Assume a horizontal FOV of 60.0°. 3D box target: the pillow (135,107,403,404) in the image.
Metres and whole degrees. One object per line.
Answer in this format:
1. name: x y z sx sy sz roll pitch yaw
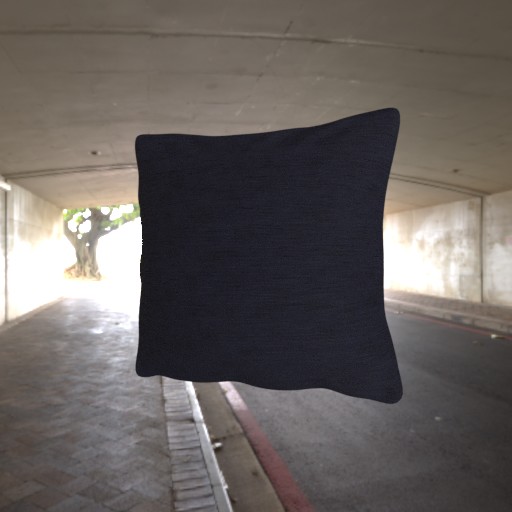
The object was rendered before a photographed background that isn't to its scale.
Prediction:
1. pillow: 0.000 0.000 0.687 0.432 0.414 0.246 0 0 19
